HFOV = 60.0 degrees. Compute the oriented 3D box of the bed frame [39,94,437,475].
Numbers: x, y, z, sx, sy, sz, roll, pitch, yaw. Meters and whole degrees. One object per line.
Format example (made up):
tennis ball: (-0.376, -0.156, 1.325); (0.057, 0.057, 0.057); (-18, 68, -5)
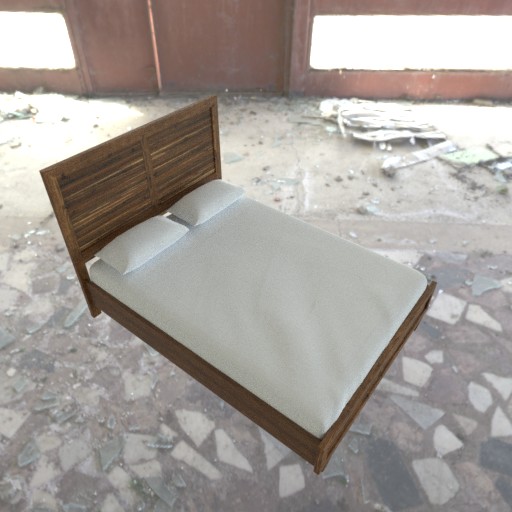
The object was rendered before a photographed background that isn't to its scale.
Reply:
bed frame: (0.000, 0.000, 3.330); (2.276, 1.417, 1.696); (27, 47, 28)
